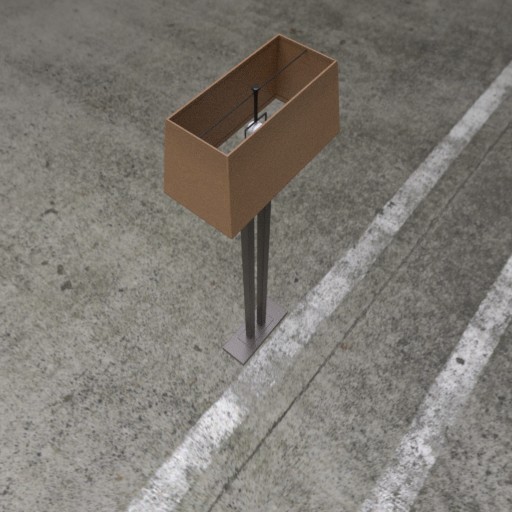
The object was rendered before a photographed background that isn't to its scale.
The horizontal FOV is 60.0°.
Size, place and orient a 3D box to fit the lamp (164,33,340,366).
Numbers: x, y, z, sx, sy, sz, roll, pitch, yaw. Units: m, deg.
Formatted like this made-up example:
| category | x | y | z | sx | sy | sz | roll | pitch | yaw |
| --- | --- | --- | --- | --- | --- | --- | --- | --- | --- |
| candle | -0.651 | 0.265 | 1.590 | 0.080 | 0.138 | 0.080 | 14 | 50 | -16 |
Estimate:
| category | x | y | z | sx | sy | sz | roll | pitch | yaw |
| --- | --- | --- | --- | --- | --- | --- | --- | --- | --- |
| lamp | 0.000 | 0.000 | 1.630 | 0.233 | 1.469 | 0.475 | 35 | 65 | 19 |
